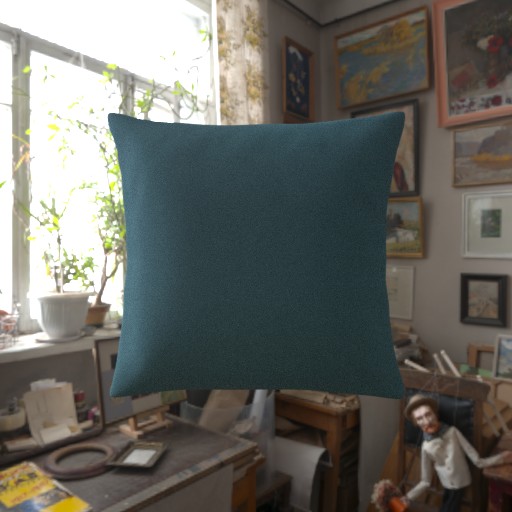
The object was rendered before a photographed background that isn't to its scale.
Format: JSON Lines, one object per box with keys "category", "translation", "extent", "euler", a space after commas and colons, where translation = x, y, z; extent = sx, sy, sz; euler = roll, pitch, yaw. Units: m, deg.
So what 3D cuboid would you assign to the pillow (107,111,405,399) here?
{"category": "pillow", "translation": [0.000, 0.000, 0.785], "extent": [0.526, 0.507, 0.166], "euler": [0, 0, 1]}
